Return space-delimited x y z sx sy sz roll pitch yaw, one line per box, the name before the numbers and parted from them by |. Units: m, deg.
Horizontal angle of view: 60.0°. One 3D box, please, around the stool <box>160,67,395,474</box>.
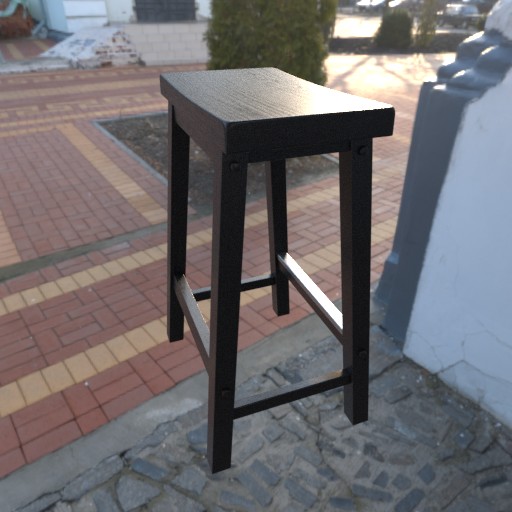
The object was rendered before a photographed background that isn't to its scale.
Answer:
stool | 0.000 0.000 0.844 0.322 0.610 0.406 -11 32 -18
